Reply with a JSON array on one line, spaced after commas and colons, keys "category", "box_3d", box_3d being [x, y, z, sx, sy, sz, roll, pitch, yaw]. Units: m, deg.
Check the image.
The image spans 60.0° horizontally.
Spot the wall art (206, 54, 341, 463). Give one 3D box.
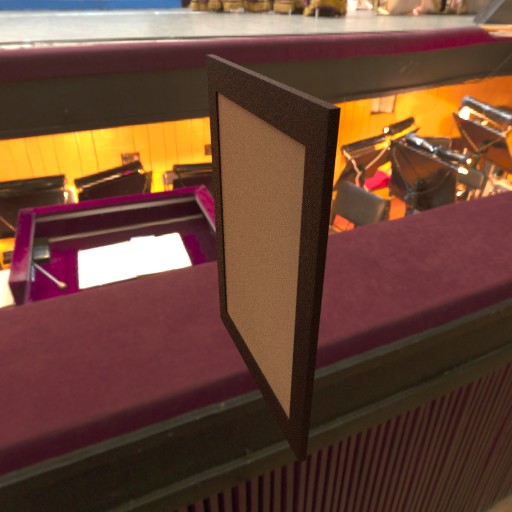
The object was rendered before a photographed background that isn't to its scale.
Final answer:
[{"category": "wall art", "box_3d": [0.000, 0.000, 0.660, 0.013, 0.508, 0.359, -12, 34, -19]}]
